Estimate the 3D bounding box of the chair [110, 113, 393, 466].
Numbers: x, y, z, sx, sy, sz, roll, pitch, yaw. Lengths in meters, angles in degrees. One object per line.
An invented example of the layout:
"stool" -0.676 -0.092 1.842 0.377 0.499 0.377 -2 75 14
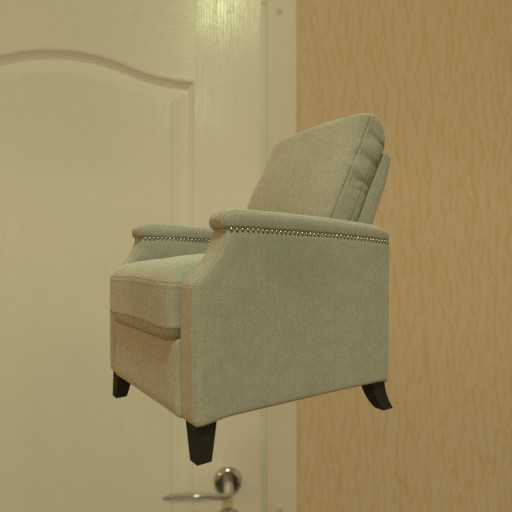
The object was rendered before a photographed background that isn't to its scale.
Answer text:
"chair" 0.000 0.000 1.617 0.922 1.049 0.710 0 0 -35
